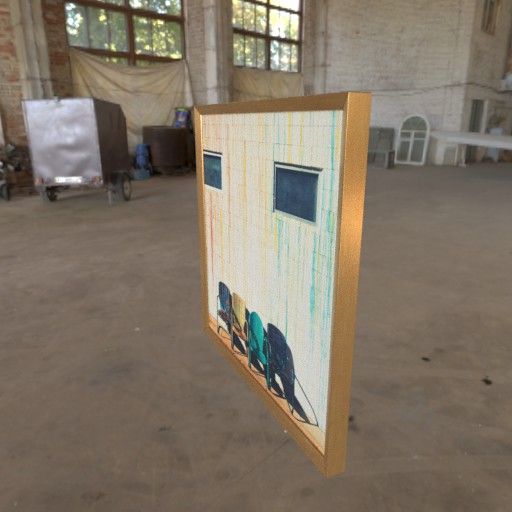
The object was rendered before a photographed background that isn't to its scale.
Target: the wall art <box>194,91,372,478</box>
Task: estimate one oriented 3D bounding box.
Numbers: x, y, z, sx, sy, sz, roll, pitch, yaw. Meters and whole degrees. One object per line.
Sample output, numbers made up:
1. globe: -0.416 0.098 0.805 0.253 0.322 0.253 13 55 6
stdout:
1. wall art: 0.000 0.000 0.458 0.019 0.302 0.302 -8 19 -25
